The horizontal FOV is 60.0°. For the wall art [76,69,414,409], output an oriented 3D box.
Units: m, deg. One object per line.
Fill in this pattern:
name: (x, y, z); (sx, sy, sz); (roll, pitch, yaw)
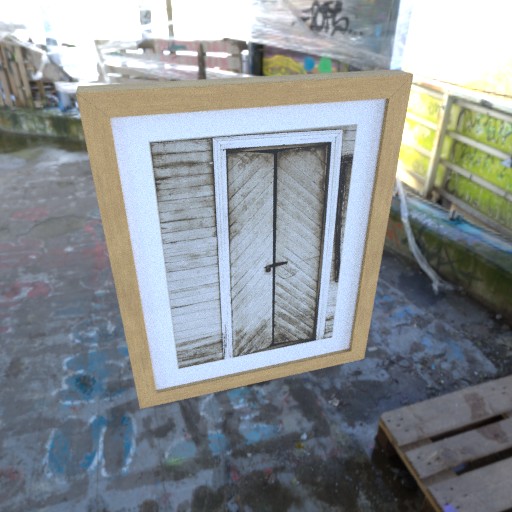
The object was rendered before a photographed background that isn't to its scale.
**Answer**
wall art: (0.000, 0.000, 0.507); (0.312, 0.380, 0.030); (-9, 33, -14)
